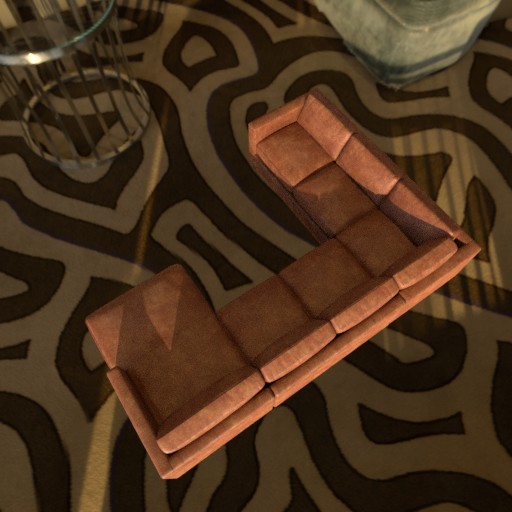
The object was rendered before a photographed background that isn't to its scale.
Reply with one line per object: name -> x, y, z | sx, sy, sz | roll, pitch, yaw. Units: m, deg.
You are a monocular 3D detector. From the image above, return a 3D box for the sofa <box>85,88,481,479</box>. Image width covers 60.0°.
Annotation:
sofa -> 0.000, 0.000, 4.320 | 3.324, 0.888, 2.452 | -32, 68, -15
